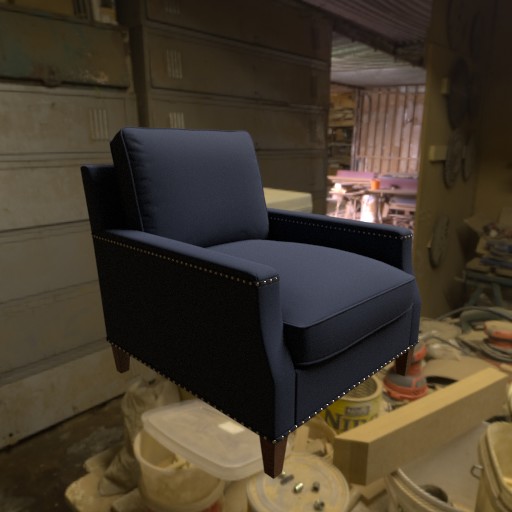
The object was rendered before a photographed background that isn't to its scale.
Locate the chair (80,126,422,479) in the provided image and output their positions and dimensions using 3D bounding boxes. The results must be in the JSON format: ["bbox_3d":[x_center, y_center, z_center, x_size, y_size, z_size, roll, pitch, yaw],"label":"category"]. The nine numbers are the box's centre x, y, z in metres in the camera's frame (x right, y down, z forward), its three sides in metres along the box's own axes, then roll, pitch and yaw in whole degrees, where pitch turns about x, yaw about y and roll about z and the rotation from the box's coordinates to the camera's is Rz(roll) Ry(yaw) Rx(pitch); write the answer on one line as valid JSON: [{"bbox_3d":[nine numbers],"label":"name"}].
[{"bbox_3d":[0.000,0.000,1.674,1.014,0.943,0.853,14,20,43],"label":"chair"}]
